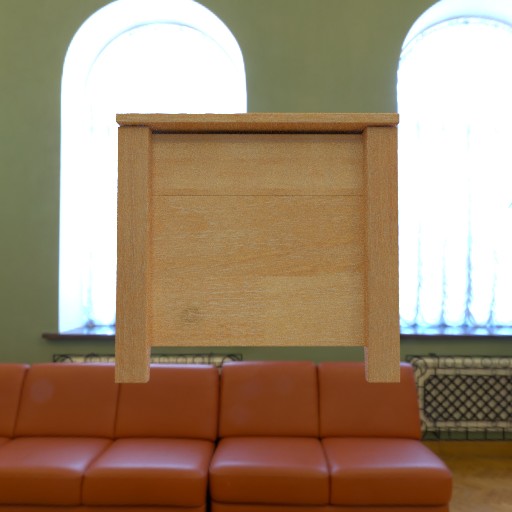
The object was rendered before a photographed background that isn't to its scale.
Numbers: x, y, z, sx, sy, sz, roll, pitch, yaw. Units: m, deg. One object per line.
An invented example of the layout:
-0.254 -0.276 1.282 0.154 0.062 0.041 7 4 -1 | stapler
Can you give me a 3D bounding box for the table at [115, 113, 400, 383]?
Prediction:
0.000 0.000 1.252 0.483 0.457 1.016 0 -2 0 | table
